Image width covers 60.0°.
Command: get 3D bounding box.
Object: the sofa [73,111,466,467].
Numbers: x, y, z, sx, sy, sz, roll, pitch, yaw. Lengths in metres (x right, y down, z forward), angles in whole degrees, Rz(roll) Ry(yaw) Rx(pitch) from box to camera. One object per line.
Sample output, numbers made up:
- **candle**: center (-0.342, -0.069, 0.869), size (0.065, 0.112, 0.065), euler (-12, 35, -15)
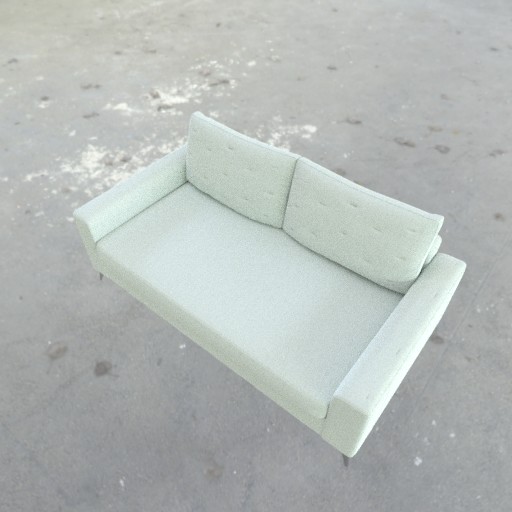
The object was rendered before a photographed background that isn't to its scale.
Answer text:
- **sofa**: center (0.000, 0.000, 2.122), size (1.650, 0.790, 0.920), euler (30, 53, 26)
